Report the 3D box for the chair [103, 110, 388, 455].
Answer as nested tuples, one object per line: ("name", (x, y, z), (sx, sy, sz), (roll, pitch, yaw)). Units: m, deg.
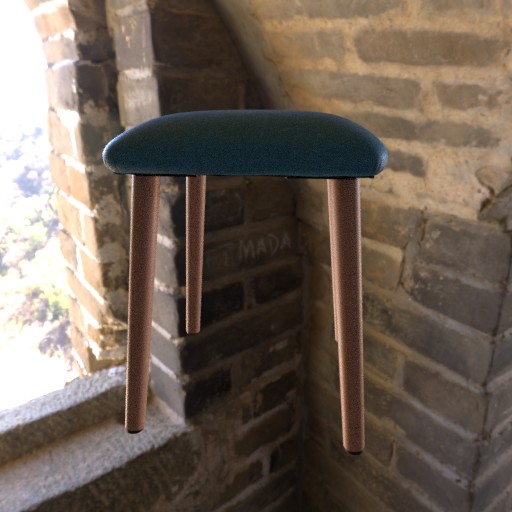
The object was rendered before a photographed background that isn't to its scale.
("chair", (0.000, 0.000, 0.720), (0.360, 0.450, 0.360), (2, 17, 7))
